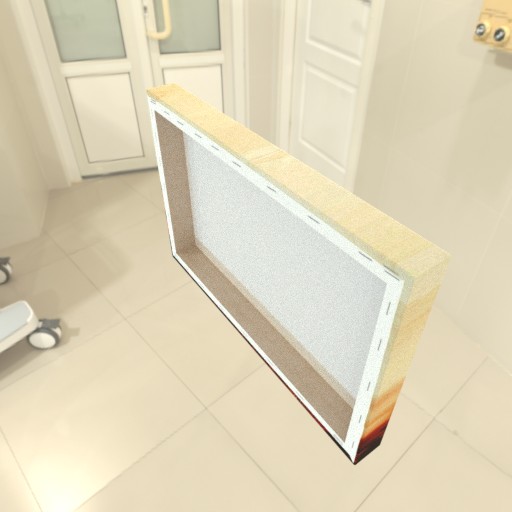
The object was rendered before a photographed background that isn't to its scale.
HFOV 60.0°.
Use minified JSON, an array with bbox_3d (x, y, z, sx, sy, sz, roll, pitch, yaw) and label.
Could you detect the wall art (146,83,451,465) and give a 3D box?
[{"bbox_3d":[0.000,0.000,0.475,0.037,0.251,0.383,-25,46,-26],"label":"wall art"}]
